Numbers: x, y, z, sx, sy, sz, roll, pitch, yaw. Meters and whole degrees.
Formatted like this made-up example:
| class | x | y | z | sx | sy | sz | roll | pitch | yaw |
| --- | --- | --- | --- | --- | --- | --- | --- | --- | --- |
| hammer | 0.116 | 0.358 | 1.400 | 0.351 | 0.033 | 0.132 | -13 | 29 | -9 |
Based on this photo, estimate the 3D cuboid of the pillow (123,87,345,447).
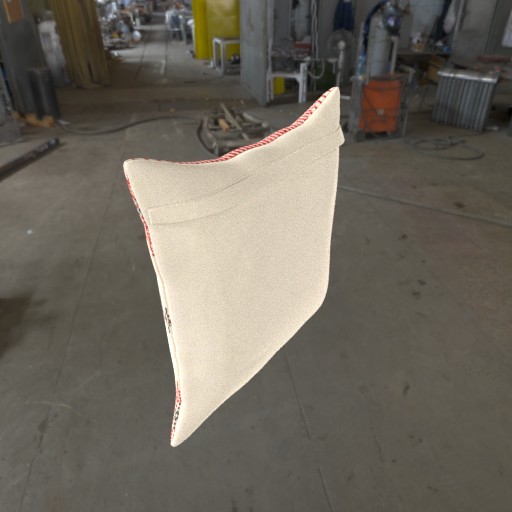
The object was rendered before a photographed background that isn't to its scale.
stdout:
| class | x | y | z | sx | sy | sz | roll | pitch | yaw |
| --- | --- | --- | --- | --- | --- | --- | --- | --- | --- |
| pillow | 0.000 | 0.000 | 0.717 | 0.160 | 0.454 | 0.463 | 21 | 37 | 30 |
